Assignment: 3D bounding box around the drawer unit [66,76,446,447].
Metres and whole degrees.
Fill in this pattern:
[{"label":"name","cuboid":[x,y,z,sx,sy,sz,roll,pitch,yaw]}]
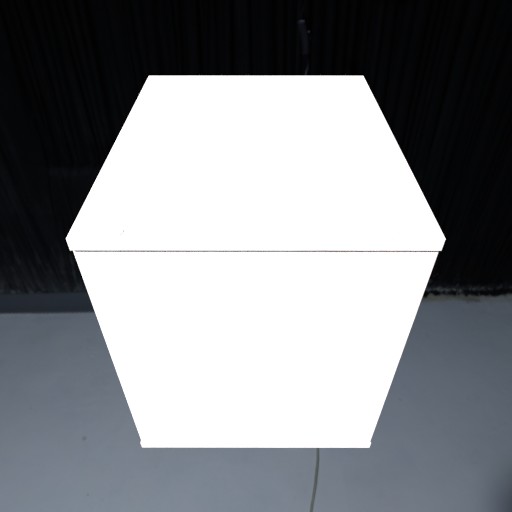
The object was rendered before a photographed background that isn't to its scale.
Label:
[{"label":"drawer unit","cuboid":[0.000,0.000,0.582,0.290,0.344,0.349,0,41,0]}]
